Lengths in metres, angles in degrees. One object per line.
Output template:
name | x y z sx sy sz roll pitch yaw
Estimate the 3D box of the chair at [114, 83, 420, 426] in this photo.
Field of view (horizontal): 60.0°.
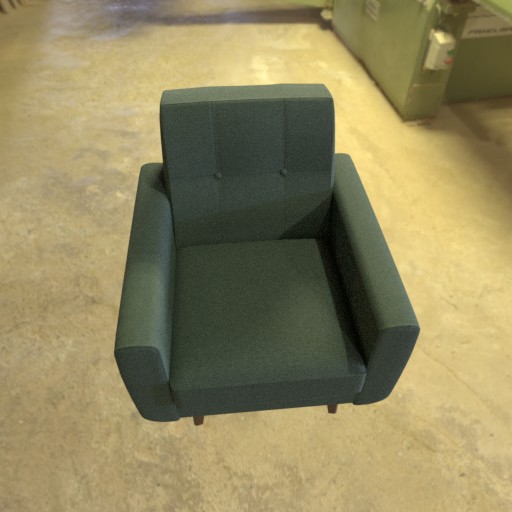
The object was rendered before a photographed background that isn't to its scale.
chair | 0.000 0.000 1.540 0.831 0.841 0.909 -4 46 -4
